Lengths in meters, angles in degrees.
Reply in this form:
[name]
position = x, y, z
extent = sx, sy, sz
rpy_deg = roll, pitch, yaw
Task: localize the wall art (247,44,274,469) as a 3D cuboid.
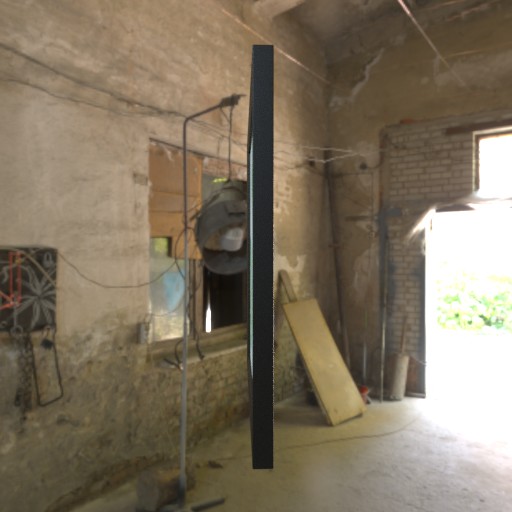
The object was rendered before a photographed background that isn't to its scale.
[wall art]
position = 0.000, 0.000, 1.180
extent = 0.038, 0.765, 0.765
rpy_deg = 0, 0, -2
